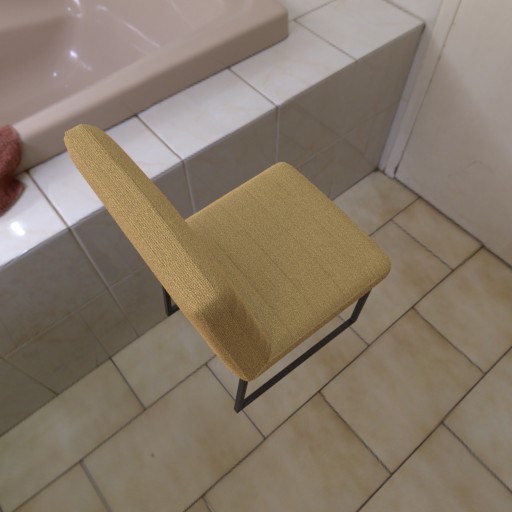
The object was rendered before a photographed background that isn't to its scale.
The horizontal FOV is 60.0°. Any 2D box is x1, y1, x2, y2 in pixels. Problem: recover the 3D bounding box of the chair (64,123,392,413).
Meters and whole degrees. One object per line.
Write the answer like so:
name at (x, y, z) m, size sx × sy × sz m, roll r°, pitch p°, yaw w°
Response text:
chair at (0.000, 0.000, 1.273) m, size 0.634 × 0.930 × 0.520 m, roll -33°, pitch 64°, yaw -18°
